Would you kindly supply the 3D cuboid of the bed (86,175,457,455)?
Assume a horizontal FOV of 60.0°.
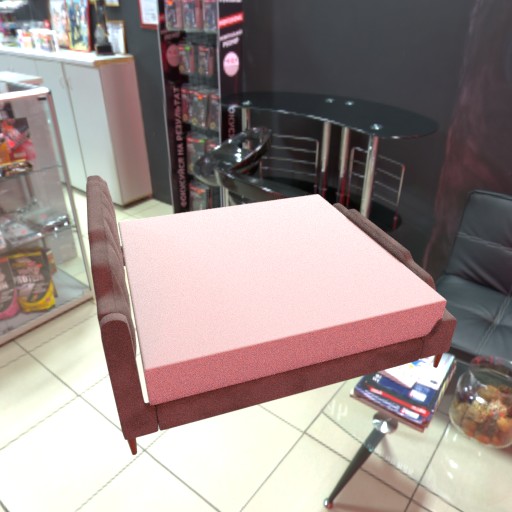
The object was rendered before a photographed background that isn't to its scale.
[{"bbox_3d":[0.000,0.000,3.525,2.340,1.245,2.074,-10,32,-16],"label":"bed"}]
